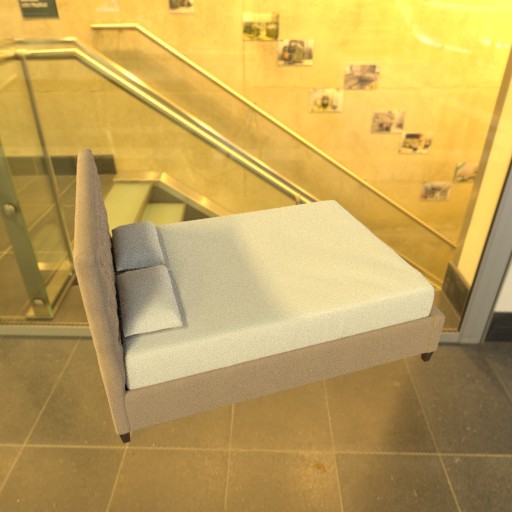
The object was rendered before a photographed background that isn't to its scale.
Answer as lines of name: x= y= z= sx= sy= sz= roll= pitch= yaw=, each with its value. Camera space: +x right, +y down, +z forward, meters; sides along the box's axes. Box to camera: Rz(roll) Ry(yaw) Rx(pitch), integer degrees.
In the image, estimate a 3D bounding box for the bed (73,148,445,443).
bed: x=0.000 y=0.000 z=3.443 sx=2.387 sy=1.427 sz=1.698 roll=-10 pitch=33 yaw=-15
